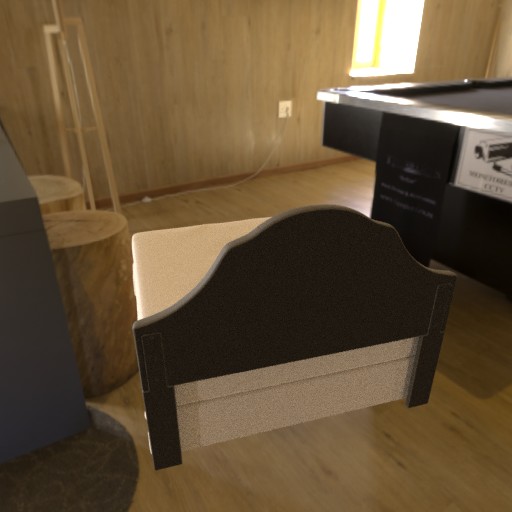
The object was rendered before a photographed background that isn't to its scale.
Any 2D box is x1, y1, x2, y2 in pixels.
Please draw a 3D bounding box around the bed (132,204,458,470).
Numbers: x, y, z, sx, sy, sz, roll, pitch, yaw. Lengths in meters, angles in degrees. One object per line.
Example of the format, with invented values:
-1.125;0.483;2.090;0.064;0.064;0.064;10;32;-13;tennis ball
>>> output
0.000;0.000;3.554;2.008;1.615;2.214;-8;28;-15;bed
